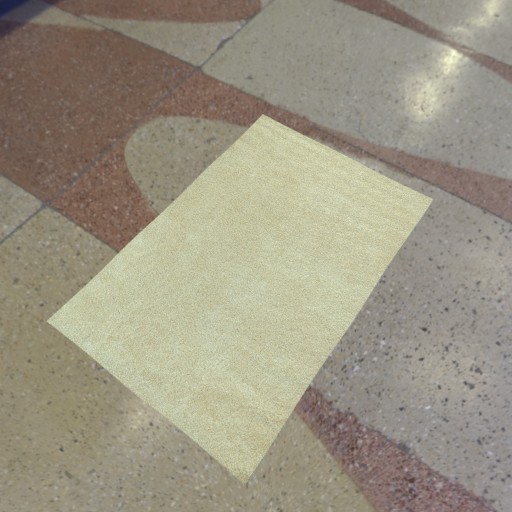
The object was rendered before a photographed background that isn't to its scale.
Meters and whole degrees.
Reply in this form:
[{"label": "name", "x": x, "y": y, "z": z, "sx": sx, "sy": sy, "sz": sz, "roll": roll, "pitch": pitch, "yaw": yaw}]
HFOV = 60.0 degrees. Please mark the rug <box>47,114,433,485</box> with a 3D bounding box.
[{"label": "rug", "x": 0.000, "y": 0.000, "z": 3.519, "sx": 1.800, "sy": 0.025, "sz": 2.699, "roll": 32, "pitch": 64, "yaw": 18}]
